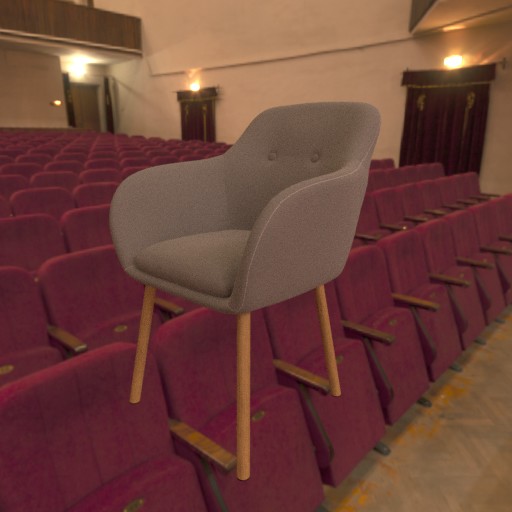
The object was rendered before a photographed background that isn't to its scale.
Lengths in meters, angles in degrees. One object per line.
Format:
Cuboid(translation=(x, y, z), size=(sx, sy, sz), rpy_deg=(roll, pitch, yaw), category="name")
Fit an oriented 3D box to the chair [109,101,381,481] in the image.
Cuboid(translation=(0.000, 0.000, 1.220), size=(0.570, 0.830, 0.590), rpy_deg=(13, 20, 41), category="chair")
